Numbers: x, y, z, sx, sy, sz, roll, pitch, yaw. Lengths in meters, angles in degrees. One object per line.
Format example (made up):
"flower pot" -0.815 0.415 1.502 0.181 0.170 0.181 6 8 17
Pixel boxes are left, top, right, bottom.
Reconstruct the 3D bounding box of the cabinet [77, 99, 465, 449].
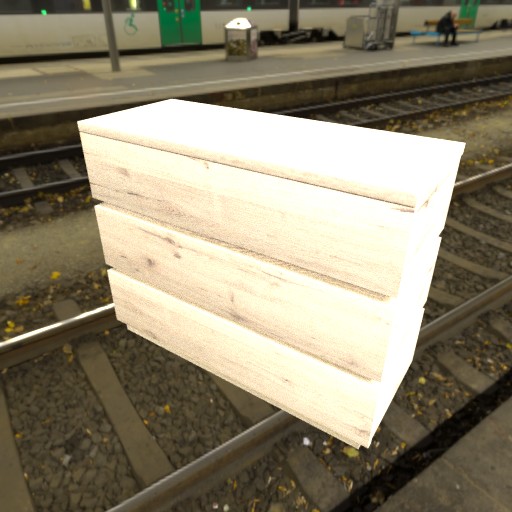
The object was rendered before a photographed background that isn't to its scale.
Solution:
"cabinet" 0.000 0.000 1.468 1.040 0.820 0.420 19 35 29
